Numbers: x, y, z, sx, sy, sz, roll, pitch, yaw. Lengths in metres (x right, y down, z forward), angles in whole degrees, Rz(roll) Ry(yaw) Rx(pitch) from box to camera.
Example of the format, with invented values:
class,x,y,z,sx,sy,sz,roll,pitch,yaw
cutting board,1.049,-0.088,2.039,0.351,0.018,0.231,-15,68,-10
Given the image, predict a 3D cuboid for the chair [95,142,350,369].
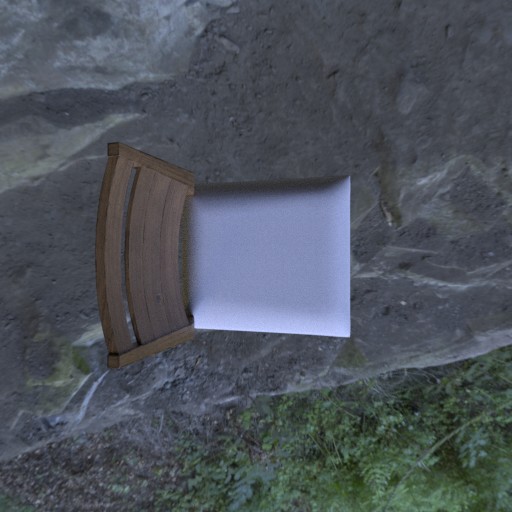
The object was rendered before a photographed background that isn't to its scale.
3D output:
class,x,y,z,sx,sy,sz,roll,pitch,yaw
chair,0.000,0.000,1.296,0.610,0.939,0.497,0,90,0
